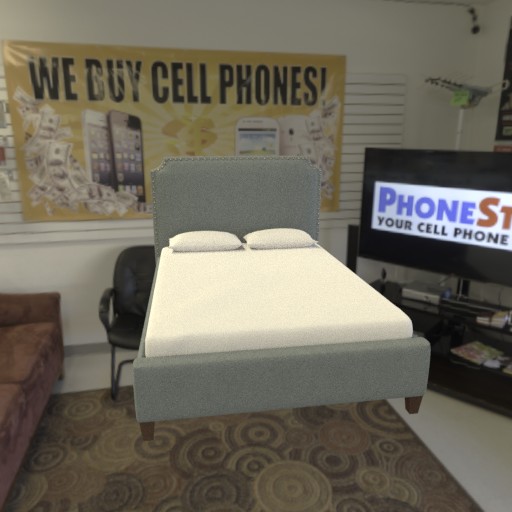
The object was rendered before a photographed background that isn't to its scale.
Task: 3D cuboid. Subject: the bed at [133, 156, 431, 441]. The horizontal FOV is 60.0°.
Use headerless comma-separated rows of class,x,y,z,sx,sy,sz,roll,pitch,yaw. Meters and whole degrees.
bed,0.000,0.000,3.480,1.712,1.443,2.372,-2,15,-9
